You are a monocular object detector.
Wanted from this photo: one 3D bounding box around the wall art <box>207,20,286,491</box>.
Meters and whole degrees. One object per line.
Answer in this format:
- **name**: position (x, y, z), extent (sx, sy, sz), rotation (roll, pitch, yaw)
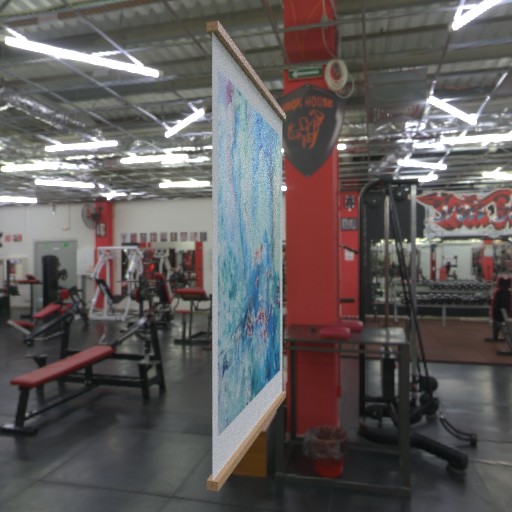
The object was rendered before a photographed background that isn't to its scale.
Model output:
- **wall art**: position (0.000, 0.000, 0.643), extent (0.013, 0.510, 0.335), rotation (0, 0, 16)
